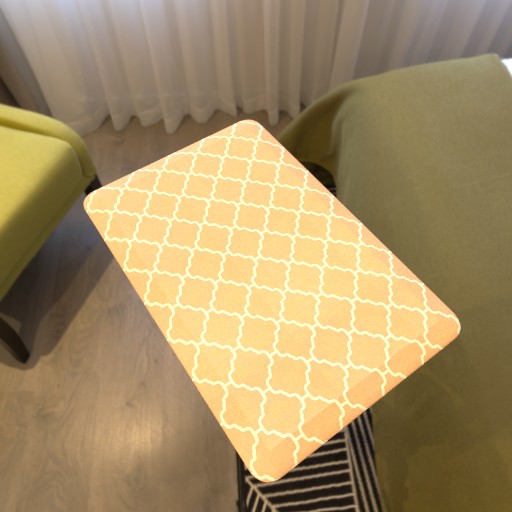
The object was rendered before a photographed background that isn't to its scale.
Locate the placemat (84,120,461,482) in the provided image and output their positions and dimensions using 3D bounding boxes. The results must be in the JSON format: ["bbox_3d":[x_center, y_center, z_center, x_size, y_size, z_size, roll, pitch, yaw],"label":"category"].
[{"bbox_3d":[0.000,0.000,0.971,0.508,0.021,0.762,-31,63,-18],"label":"placemat"}]
